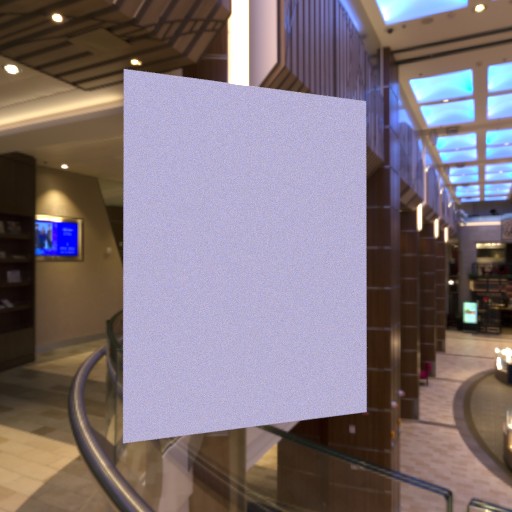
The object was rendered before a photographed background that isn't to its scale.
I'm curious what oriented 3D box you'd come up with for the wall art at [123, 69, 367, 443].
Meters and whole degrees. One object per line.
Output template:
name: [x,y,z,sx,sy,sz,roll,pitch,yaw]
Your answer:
wall art: [0.000,0.000,0.797,0.457,0.610,0.003,0,0,-19]
